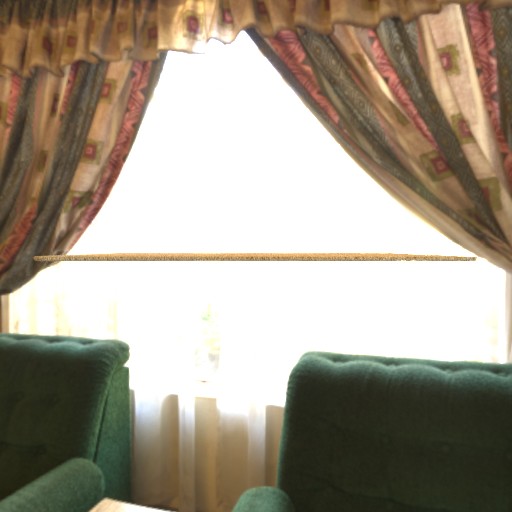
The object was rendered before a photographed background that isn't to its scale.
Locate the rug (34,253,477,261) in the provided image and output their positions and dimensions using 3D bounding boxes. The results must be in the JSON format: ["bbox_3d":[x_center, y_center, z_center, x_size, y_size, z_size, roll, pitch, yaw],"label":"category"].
[{"bbox_3d":[0.000,0.000,3.056,2.349,0.025,1.500,0,1,1],"label":"rug"}]
